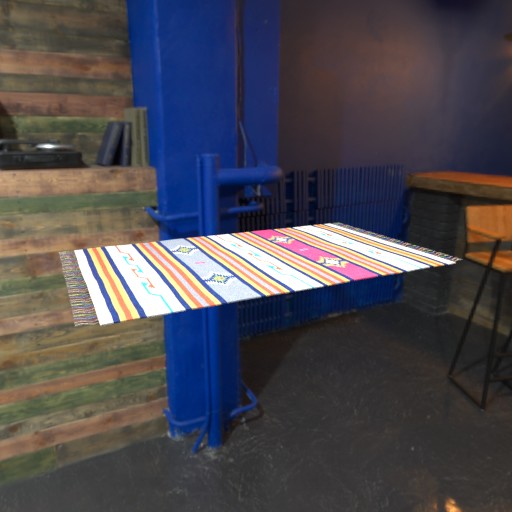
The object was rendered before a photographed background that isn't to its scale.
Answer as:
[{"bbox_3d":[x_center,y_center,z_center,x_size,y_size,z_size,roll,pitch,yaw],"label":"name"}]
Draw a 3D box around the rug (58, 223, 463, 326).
[{"bbox_3d":[0.000,0.000,2.314,1.849,0.013,1.084,-7,17,-25],"label":"rug"}]
